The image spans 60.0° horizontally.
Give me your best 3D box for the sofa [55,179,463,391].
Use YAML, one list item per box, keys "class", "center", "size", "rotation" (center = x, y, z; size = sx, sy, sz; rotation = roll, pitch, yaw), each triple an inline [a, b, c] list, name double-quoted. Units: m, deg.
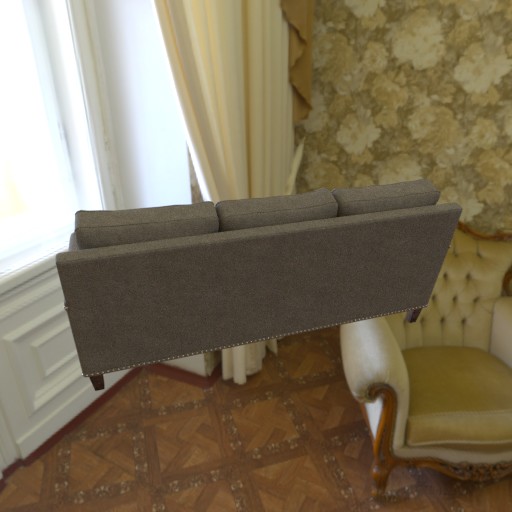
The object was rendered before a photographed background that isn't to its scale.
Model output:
- class: "sofa"
  center: [0.000, 0.000, 2.851]
  size: [2.226, 1.042, 1.034]
  rotation: [-8, 27, -17]
